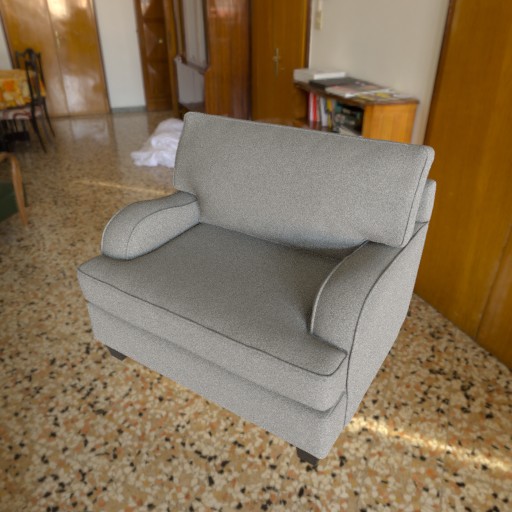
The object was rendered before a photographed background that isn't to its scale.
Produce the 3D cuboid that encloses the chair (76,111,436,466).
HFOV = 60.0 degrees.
[{"bbox_3d":[0.000,0.000,1.947,1.220,1.016,1.040,18,34,28],"label":"chair"}]
